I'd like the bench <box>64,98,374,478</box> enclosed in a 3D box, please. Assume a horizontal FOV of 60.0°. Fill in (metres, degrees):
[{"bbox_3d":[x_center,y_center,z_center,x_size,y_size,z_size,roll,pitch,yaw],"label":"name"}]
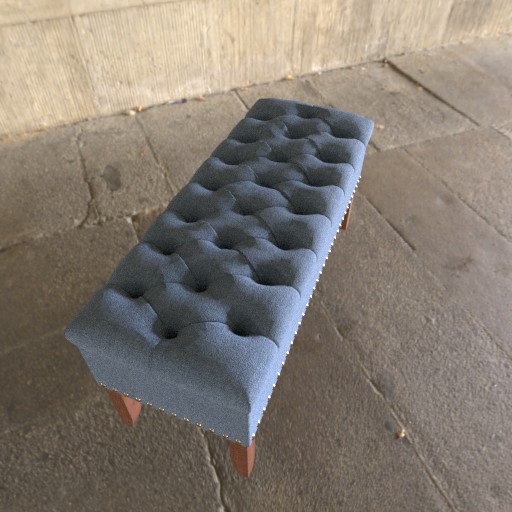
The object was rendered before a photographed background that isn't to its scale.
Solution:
[{"bbox_3d":[0.000,0.000,1.312,0.417,0.492,1.052,17,49,15],"label":"bench"}]
